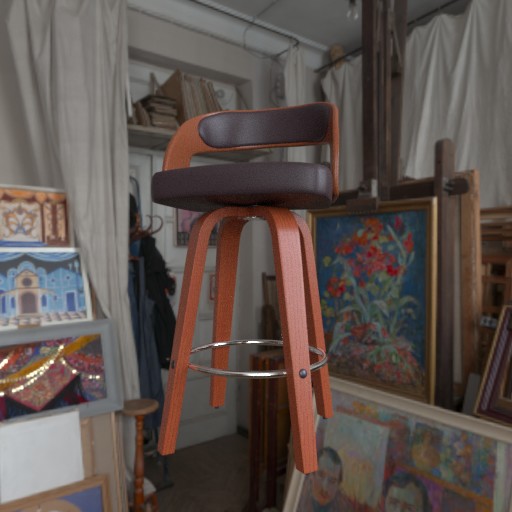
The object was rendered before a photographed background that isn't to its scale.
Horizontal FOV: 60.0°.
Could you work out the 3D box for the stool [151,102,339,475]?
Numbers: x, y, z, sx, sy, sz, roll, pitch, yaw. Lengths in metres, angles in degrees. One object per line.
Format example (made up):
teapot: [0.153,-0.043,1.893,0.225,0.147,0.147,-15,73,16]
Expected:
stool: [0.000,0.000,1.196,0.457,0.940,0.457,0,0,16]
